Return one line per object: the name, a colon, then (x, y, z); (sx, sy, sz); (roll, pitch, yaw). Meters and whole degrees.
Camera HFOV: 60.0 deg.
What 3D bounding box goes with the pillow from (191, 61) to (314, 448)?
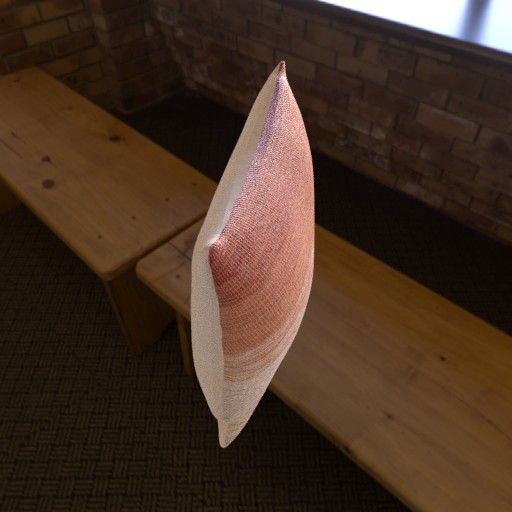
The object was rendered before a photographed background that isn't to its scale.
pillow: (0.000, 0.000, 0.691); (0.182, 0.441, 0.440); (8, 47, 8)
